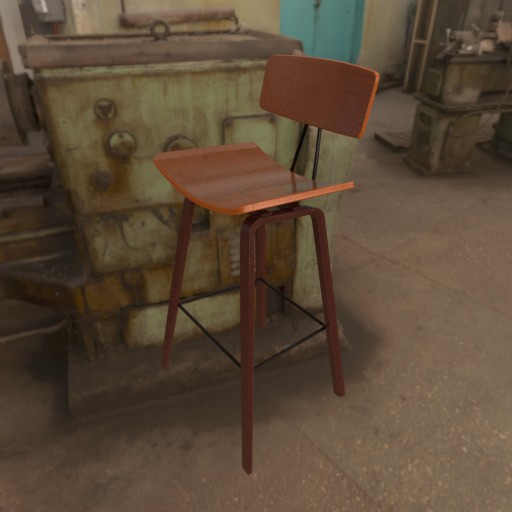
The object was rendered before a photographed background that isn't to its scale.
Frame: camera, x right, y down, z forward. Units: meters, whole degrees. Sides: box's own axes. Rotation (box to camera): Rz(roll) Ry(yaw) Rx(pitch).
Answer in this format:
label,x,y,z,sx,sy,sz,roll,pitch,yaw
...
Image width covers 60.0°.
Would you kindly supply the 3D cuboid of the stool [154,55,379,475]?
label,x,y,z,sx,sy,sz,roll,pitch,yaw
stool,0.000,0.000,1.223,0.440,0.969,0.509,-22,37,-31
